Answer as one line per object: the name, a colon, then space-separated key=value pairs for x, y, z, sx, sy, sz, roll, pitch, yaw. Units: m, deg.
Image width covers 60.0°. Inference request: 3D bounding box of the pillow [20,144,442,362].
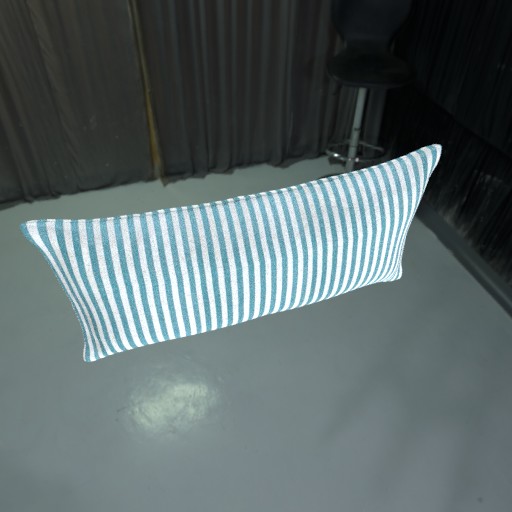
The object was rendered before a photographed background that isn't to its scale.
pillow: x=0.000 y=0.000 z=0.719 sx=0.617 sy=0.295 sz=0.151 roll=-13 pitch=44 yaw=-14
